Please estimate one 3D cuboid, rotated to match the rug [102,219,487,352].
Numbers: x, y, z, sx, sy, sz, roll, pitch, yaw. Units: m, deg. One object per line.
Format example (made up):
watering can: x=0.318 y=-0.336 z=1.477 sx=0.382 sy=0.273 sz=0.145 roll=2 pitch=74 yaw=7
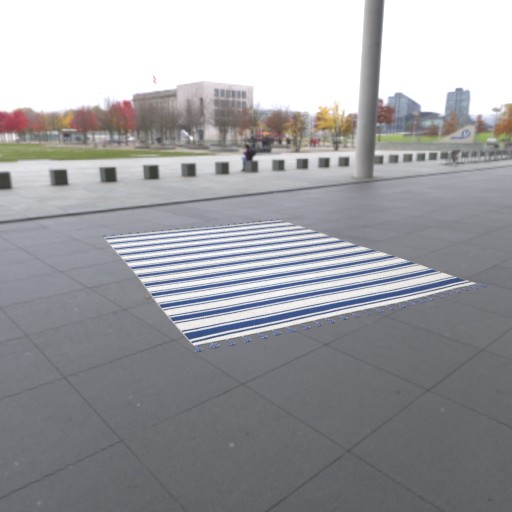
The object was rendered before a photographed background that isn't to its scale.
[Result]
rug: x=0.000 y=0.000 z=4.449 sx=2.471 sy=0.016 sz=3.416 roll=-8 pitch=17 yaw=-26
